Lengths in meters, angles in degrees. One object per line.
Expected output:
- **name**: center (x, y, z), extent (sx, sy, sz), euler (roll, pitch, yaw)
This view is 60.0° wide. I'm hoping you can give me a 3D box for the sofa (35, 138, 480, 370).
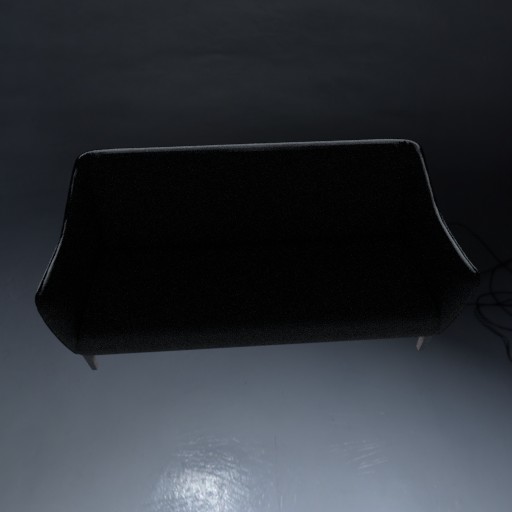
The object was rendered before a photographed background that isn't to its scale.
- **sofa**: center (0.000, 0.000, 2.302), extent (1.928, 0.829, 0.867), euler (-3, 47, -3)
